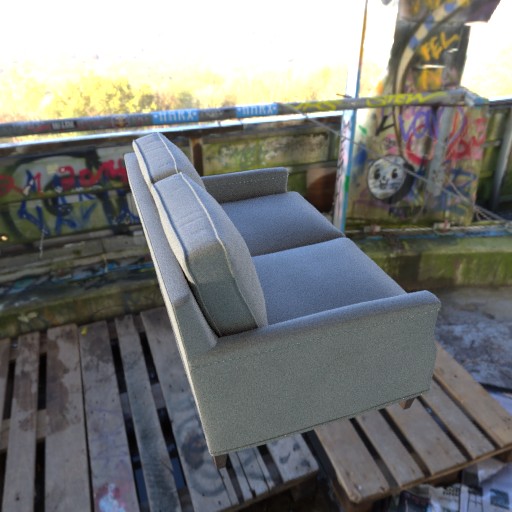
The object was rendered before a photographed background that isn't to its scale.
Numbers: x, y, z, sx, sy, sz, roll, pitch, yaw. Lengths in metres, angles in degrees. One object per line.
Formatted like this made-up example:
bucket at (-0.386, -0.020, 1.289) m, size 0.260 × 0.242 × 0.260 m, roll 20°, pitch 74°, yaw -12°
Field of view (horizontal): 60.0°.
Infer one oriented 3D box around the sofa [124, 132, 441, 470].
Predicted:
sofa at (0.000, 0.000, 2.240) m, size 1.084 × 1.003 × 1.597 m, roll -10°, pitch 33°, yaw -17°
